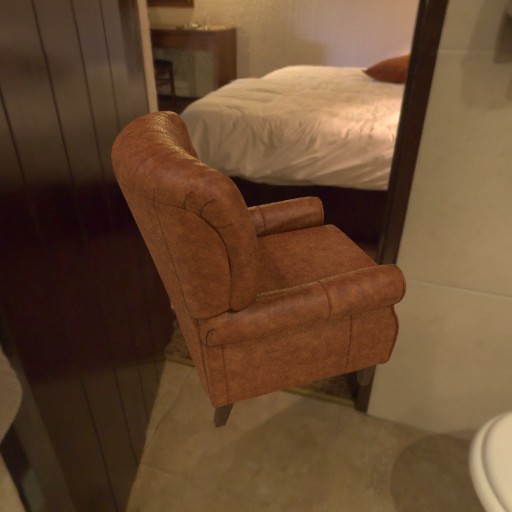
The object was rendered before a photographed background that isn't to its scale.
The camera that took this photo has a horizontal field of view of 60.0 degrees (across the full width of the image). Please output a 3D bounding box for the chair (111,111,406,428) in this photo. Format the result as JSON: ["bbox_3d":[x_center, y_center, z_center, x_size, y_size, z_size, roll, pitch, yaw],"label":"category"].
[{"bbox_3d":[0.000,0.000,1.933,1.059,1.164,0.951,-10,32,-16],"label":"chair"}]
